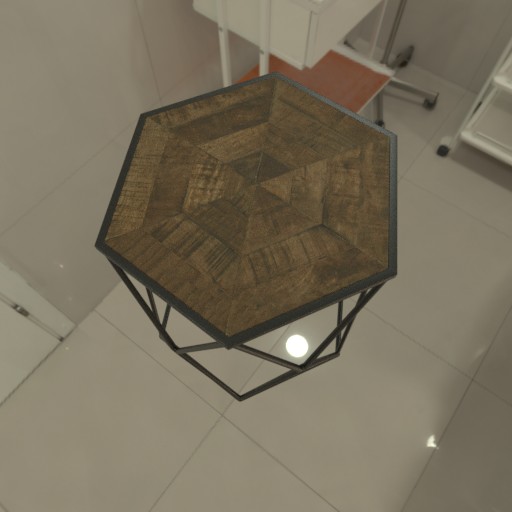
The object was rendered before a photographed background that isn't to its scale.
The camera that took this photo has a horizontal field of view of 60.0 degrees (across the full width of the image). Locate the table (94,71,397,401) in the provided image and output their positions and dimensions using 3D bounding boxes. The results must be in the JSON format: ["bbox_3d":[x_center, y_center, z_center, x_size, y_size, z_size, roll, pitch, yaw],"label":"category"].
[{"bbox_3d":[0.000,0.000,1.053,0.578,0.564,0.579,34,68,16],"label":"table"}]
